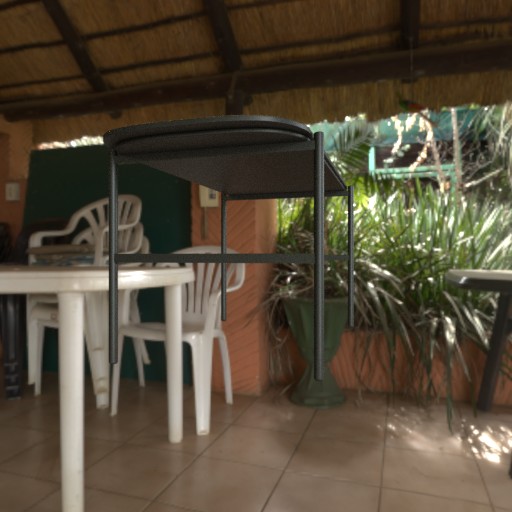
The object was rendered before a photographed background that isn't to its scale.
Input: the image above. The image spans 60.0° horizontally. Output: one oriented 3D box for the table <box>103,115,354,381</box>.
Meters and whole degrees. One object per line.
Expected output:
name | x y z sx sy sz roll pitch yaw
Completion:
table | 0.000 0.000 1.035 0.400 0.400 0.800 0 0 17
